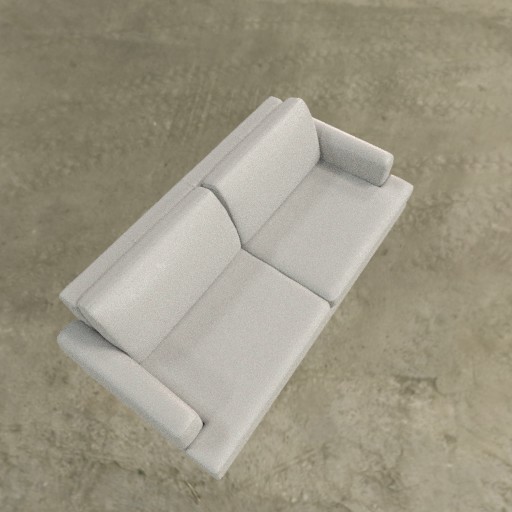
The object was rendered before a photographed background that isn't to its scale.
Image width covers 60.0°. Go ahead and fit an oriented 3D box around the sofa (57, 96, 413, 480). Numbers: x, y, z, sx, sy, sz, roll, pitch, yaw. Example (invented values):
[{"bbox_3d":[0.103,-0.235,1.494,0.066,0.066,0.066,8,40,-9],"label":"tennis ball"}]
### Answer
[{"bbox_3d":[0.000,0.000,2.371,0.974,0.765,1.940,31,63,18],"label":"sofa"}]
